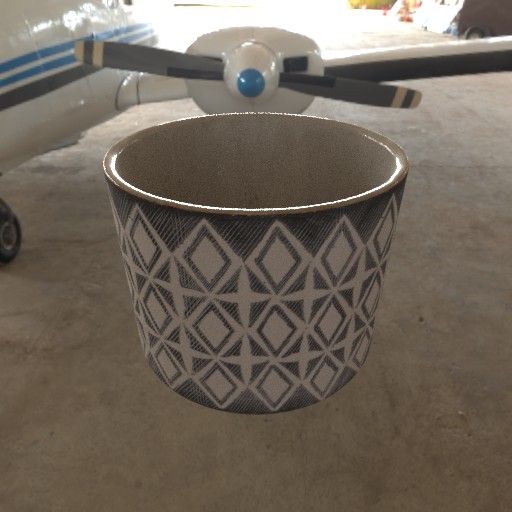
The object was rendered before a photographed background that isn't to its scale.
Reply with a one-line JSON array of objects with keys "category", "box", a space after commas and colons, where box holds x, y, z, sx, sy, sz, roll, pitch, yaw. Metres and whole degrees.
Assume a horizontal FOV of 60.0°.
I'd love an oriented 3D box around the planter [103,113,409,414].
[{"category": "planter", "box": [0.000, 0.000, 0.332, 0.192, 0.165, 0.192, 0, 31, 0]}]
